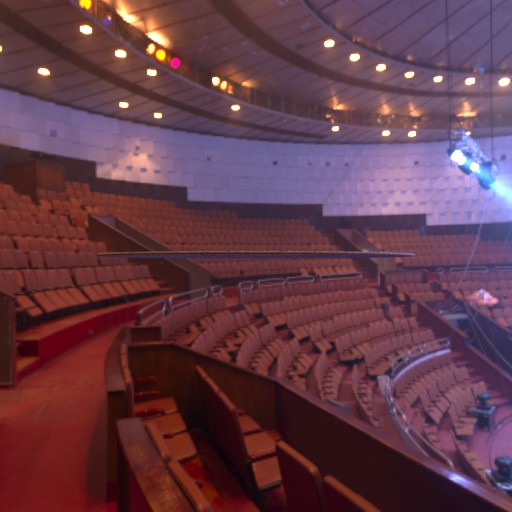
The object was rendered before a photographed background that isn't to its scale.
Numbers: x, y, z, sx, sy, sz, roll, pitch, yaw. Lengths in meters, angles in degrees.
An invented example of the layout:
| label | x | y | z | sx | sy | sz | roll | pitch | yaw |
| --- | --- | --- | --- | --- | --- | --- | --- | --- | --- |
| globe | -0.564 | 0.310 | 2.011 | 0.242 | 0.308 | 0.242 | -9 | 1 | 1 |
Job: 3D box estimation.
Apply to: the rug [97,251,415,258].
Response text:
| label | x | y | z | sx | sy | sz | roll | pitch | yaw |
| --- | --- | --- | --- | --- | --- | --- | --- | --- | --- |
| rug | 0.000 | 0.000 | 3.518 | 2.382 | 0.014 | 2.382 | 0 | -1 | 0 |
